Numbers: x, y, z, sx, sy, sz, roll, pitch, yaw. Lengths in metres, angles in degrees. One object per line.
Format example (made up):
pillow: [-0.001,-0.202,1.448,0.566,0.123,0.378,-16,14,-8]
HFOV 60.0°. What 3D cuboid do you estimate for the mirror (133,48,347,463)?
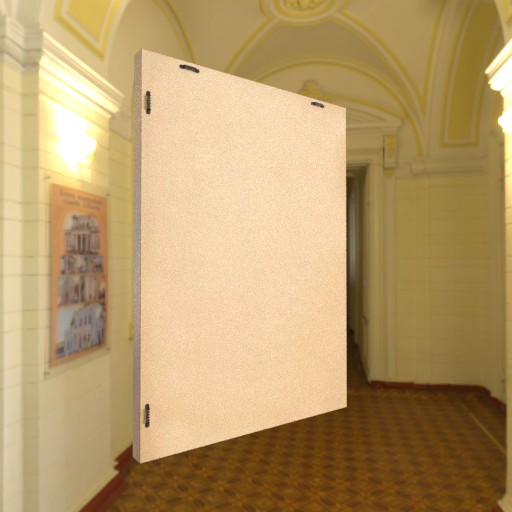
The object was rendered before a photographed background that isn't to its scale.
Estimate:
mirror: [0.000,0.000,0.917,0.508,0.711,0.039,1,-1,-36]
